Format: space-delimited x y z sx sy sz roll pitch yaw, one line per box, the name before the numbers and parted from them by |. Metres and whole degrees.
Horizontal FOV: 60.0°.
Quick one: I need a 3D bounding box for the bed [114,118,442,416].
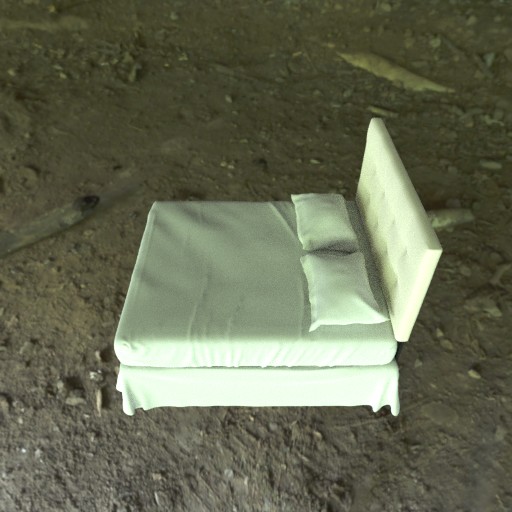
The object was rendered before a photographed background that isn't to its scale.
bed | 0.000 0.000 3.538 2.222 1.577 1.936 0 43 0
